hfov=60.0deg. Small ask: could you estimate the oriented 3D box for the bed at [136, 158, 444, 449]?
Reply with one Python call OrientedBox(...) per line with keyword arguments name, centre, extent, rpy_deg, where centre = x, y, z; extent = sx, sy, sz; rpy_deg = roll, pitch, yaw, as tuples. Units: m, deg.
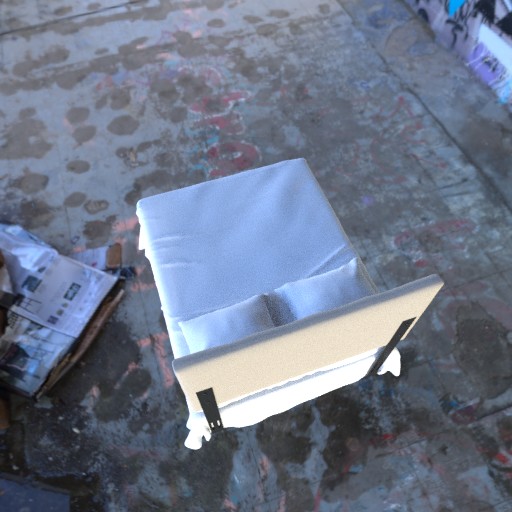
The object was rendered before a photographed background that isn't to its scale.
OrientedBox(name="bed", centre=(0.000, 0.000, 3.615), extent=(1.936, 1.577, 2.222), rpy_deg=(-16, 59, -10))
